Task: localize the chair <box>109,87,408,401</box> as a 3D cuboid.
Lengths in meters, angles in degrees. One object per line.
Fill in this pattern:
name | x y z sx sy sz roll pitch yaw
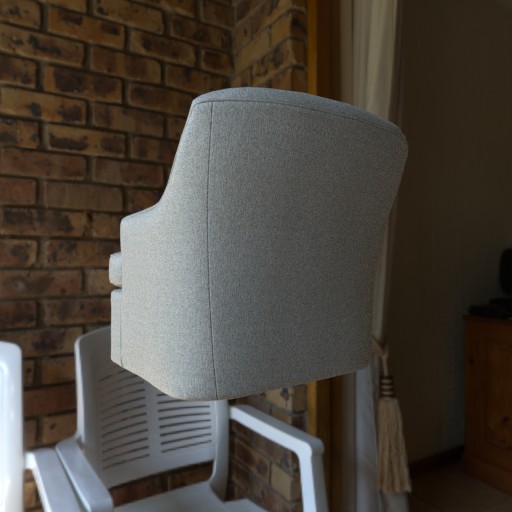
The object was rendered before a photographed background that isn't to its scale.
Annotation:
chair | 0.000 0.000 1.586 0.864 0.856 0.923 0 -1 -37
